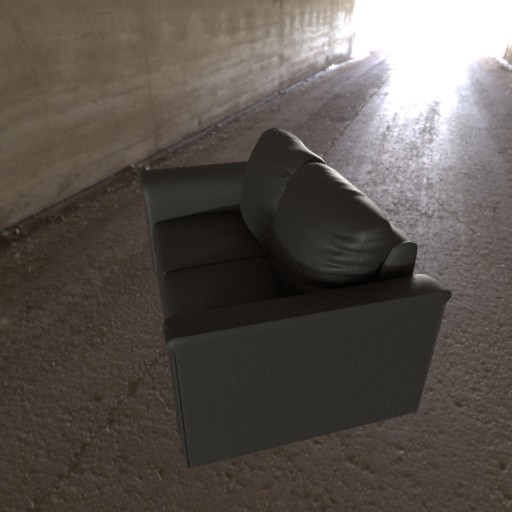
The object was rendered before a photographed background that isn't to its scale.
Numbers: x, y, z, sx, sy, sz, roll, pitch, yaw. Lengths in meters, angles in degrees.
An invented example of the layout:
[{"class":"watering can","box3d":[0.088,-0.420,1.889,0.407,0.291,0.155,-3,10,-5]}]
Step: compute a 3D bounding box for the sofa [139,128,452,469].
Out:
[{"class":"sofa","box3d":[0.000,0.000,1.941,0.887,0.845,1.386,-8,31,-14]}]
